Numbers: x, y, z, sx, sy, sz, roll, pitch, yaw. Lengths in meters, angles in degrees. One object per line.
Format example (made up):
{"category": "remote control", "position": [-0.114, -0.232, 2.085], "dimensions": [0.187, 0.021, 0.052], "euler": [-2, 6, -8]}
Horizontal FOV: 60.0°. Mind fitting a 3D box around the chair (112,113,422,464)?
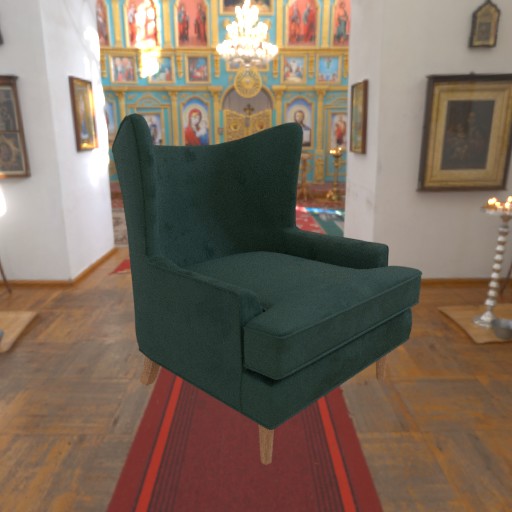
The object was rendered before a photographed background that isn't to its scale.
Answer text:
{"category": "chair", "position": [0.000, 0.000, 1.584], "dimensions": [0.910, 0.952, 0.793], "euler": [13, 19, 43]}
